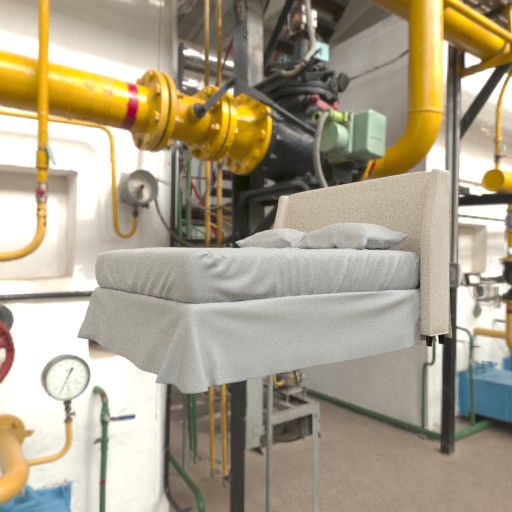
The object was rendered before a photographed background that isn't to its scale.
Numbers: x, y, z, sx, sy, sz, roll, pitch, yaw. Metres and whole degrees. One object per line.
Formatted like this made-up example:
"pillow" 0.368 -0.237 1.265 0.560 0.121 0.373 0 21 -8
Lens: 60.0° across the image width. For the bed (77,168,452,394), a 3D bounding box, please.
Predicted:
"bed" 0.000 0.000 3.455 2.276 1.332 1.925 0 0 -35
